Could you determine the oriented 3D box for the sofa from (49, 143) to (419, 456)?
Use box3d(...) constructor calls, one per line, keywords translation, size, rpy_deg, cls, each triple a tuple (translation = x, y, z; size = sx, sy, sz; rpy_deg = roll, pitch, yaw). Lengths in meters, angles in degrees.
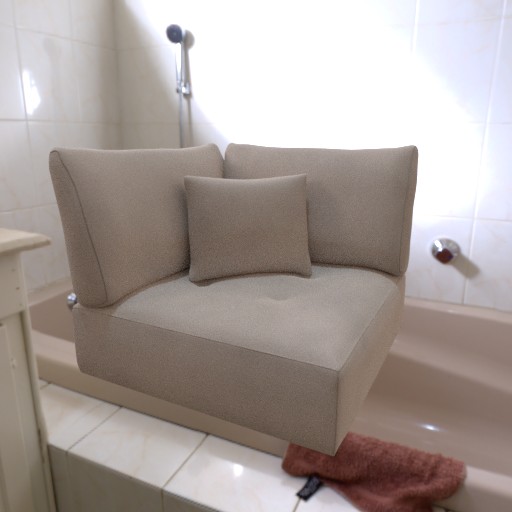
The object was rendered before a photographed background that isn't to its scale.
box3d(translation=(0.000, 0.000, 1.682), size=(1.000, 0.820, 1.000), rpy_deg=(8, 17, 27), cls="sofa")
